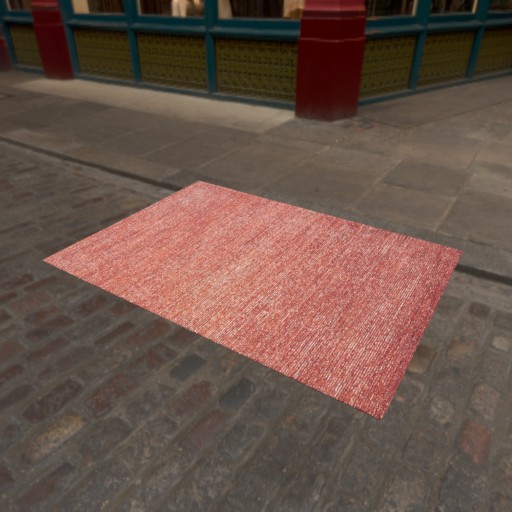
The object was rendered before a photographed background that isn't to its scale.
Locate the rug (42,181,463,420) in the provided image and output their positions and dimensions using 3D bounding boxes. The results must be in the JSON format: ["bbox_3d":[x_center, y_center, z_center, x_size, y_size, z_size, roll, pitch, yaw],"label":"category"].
[{"bbox_3d":[0.000,0.000,5.105,3.965,0.025,2.803,19,36,27],"label":"rug"}]
